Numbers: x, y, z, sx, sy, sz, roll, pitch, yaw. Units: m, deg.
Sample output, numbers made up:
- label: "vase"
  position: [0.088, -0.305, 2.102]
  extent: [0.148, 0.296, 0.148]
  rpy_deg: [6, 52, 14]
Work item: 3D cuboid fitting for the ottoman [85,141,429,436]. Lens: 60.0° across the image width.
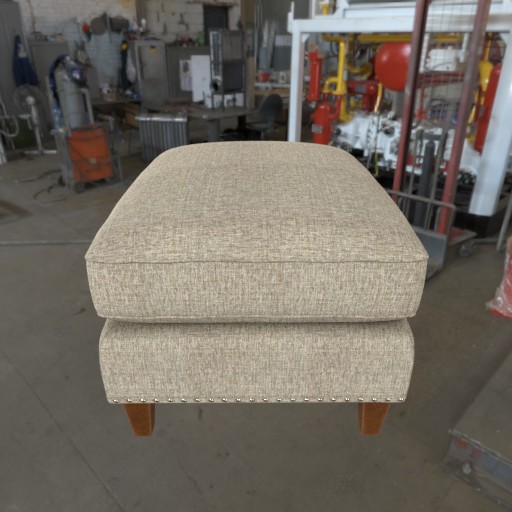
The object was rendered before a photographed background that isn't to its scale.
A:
- label: "ottoman"
  position: [0.000, 0.000, 1.119]
  extent: [0.584, 0.513, 0.741]
  rpy_deg: [0, 26, 0]
